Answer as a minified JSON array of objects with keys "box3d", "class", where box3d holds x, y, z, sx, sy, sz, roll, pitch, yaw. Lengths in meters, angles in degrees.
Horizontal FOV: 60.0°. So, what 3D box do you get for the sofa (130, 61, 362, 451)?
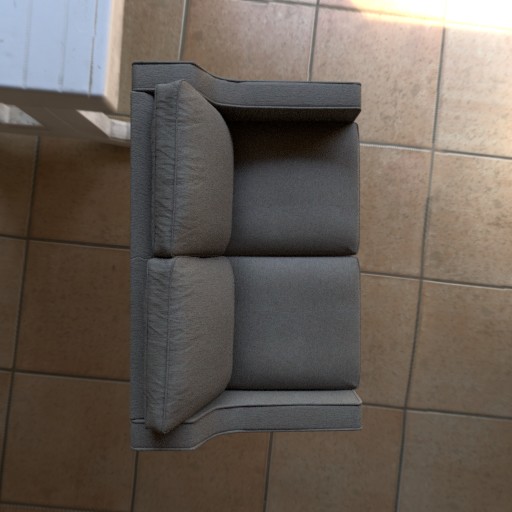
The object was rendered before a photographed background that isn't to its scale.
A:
[{"box3d":[0.000,0.000,2.046,0.985,0.981,1.503,0,89,-1],"class":"sofa"}]
